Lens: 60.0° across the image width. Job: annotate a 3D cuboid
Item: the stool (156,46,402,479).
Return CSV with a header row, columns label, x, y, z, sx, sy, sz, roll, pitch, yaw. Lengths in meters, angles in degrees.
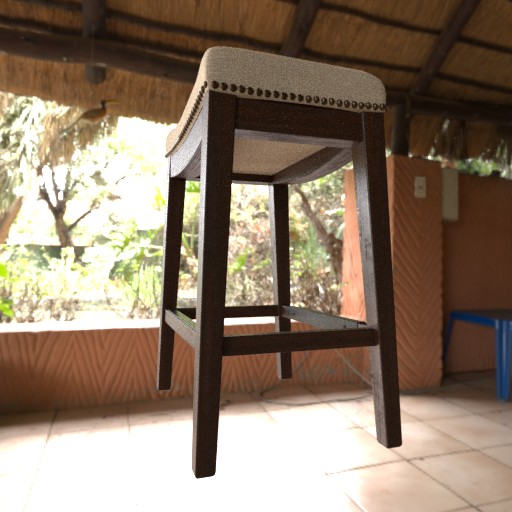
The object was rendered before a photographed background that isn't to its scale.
label,x,y,z,sx,sy,sz,roll,pitch,yaw
stool,0.000,0.000,0.954,0.363,0.669,0.509,0,-1,-19
